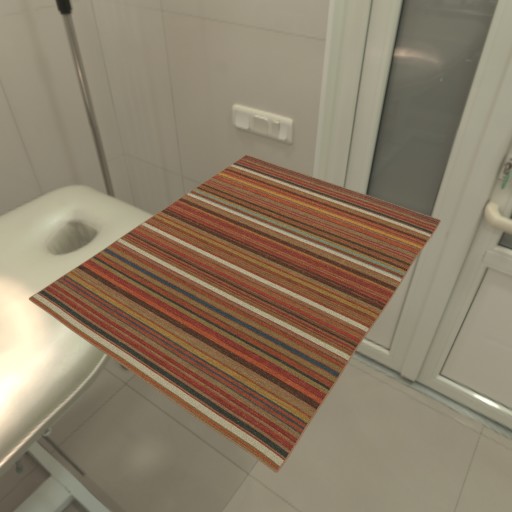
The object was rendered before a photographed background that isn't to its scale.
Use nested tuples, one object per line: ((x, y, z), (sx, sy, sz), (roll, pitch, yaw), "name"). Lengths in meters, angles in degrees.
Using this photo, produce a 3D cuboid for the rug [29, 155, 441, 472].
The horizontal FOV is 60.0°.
((0.000, 0.000, 4.098), (2.479, 0.023, 3.092), (25, 46, 26), "rug")
